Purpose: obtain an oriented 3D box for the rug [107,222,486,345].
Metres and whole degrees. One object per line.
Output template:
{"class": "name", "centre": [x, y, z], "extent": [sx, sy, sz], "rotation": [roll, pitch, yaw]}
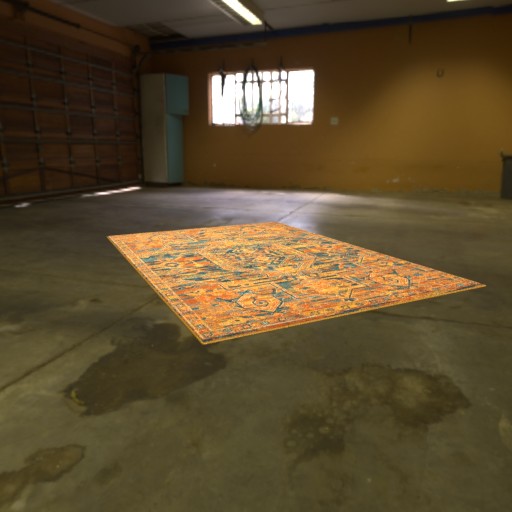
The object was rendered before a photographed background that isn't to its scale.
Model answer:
{"class": "rug", "centre": [0.000, 0.000, 3.827], "extent": [2.043, 0.019, 2.916], "rotation": [-7, 15, -26]}
